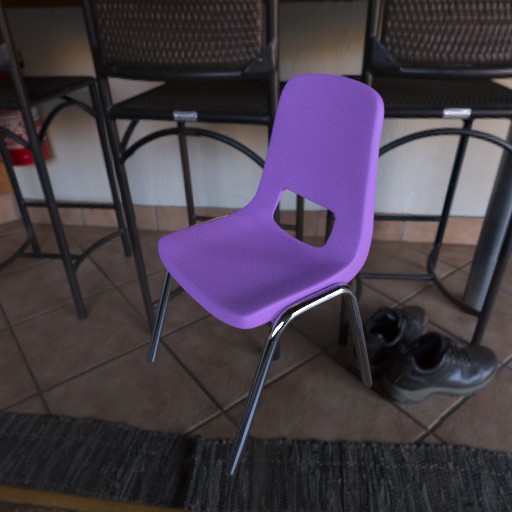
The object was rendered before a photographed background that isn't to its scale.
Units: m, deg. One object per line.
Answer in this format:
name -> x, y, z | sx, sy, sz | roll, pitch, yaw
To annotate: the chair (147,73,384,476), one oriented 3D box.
chair -> 0.000, 0.000, 0.680 | 0.301, 0.493, 0.291 | -20, 36, -30
